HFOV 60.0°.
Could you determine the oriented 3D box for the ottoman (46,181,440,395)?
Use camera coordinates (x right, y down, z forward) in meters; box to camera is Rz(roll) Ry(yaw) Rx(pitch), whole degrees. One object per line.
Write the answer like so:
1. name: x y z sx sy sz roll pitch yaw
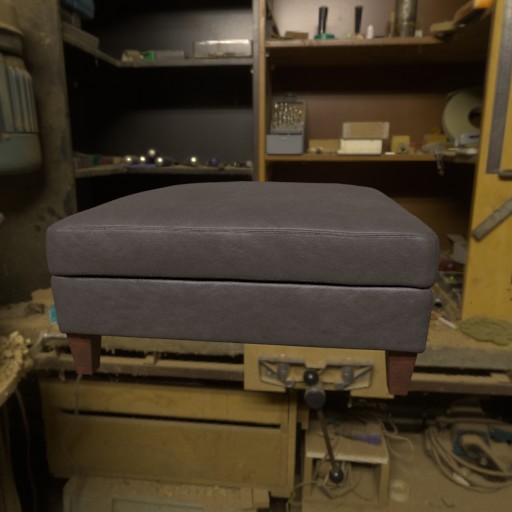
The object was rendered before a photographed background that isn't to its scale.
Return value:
1. ottoman: 0.000 0.000 1.316 0.844 0.415 0.836 2 14 7
